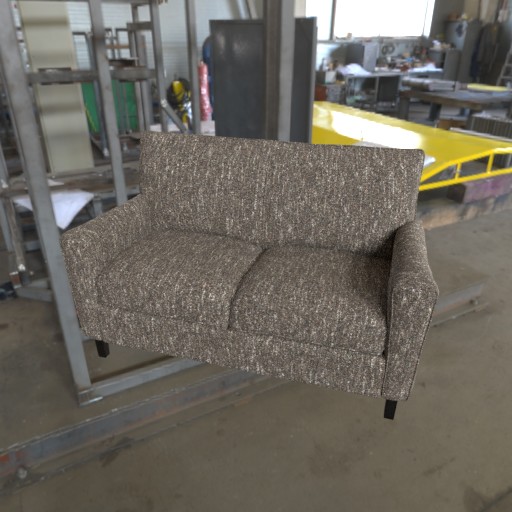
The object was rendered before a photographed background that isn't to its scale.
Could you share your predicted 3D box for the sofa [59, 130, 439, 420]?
[{"bbox_3d":[0.000,0.000,2.080,1.519,0.946,0.801,8,28,15],"label":"sofa"}]
